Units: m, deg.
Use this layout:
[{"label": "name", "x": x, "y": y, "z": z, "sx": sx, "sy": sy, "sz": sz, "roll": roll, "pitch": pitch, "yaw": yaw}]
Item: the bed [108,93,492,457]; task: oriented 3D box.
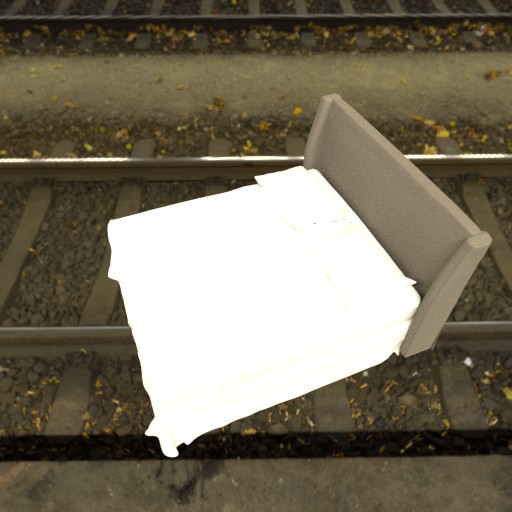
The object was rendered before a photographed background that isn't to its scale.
[{"label": "bed", "x": 0.000, "y": 0.000, "z": 3.388, "sx": 2.276, "sy": 1.332, "sz": 1.925, "roll": -17, "pitch": 50, "yaw": -15}]
